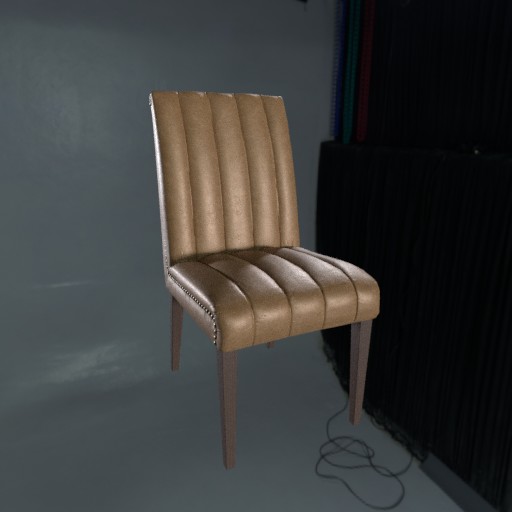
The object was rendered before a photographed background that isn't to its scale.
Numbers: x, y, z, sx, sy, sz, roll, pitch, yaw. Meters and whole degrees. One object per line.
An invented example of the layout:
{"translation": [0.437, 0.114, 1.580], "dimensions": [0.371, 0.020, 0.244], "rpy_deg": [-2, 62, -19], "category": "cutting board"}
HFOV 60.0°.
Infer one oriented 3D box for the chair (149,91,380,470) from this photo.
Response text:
{"translation": [0.000, 0.000, 1.410], "dimensions": [0.511, 1.016, 0.647], "rpy_deg": [-8, 18, -25], "category": "chair"}
